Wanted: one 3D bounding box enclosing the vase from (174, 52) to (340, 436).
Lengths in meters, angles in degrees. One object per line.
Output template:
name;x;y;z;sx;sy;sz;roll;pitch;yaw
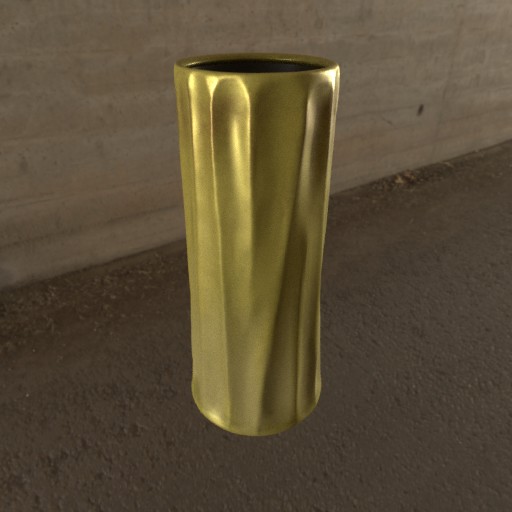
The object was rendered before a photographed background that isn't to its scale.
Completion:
vase;0.000;0.000;0.176;0.061;0.143;0.061;0;30;0
